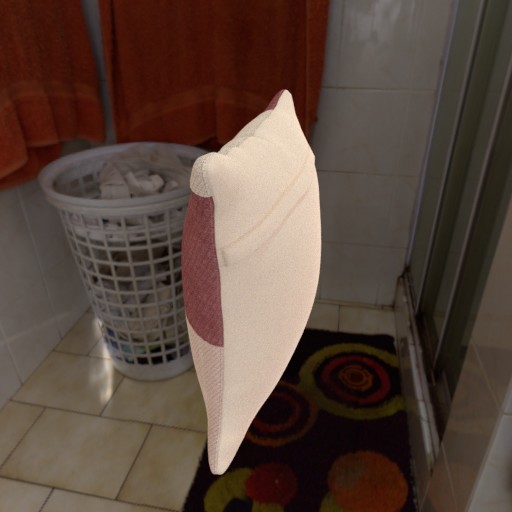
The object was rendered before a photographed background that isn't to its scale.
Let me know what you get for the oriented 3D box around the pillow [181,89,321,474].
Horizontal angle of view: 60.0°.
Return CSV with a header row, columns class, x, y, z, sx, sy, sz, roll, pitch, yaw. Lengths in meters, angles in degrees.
class,x,y,z,sx,sy,sz,roll,pitch,yaw
pillow,0.000,0.000,0.797,0.229,0.506,0.536,7,31,11
